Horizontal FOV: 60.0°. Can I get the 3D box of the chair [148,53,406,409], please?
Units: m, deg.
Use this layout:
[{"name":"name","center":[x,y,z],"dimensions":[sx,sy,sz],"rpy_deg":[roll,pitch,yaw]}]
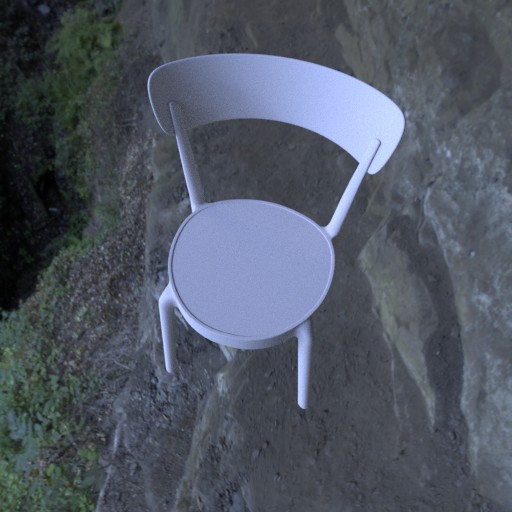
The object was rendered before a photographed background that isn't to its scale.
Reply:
[{"name":"chair","center":[0.000,0.000,1.114],"dimensions":[0.506,0.790,0.491],"rpy_deg":[13,60,7]}]
